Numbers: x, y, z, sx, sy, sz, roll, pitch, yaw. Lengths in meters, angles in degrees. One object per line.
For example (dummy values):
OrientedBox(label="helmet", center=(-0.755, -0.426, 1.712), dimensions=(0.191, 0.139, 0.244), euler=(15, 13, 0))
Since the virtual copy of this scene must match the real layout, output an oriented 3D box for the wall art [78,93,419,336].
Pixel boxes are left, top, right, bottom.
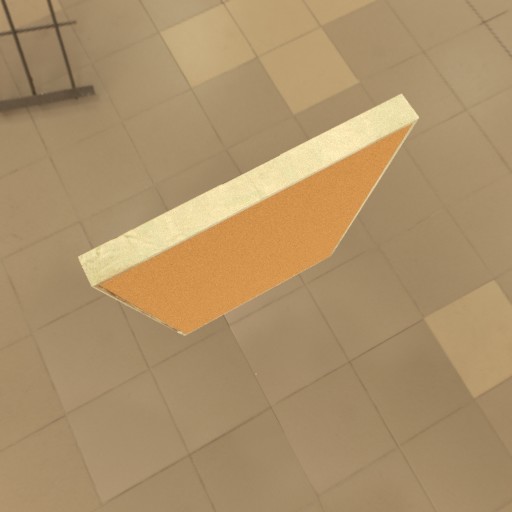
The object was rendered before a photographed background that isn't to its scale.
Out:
OrientedBox(label="wall art", center=(0.000, 0.000, 0.775), dimensions=(0.403, 0.607, 0.036), euler=(-28, 77, -7))
